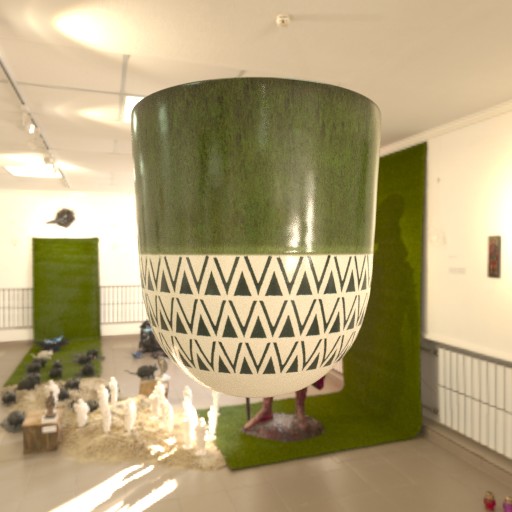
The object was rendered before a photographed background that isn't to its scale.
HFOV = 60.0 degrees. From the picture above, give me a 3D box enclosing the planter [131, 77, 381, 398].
[{"bbox_3d":[0.000,0.000,0.452,0.245,0.270,0.245,0,1,0],"label":"planter"}]
